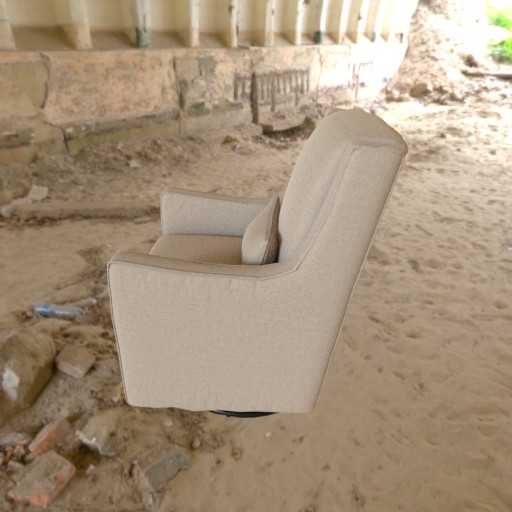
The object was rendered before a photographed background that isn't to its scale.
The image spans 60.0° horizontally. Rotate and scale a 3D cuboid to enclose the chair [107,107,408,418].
[{"bbox_3d":[0.000,0.000,1.623,0.879,0.993,0.732,1,26,3],"label":"chair"}]
